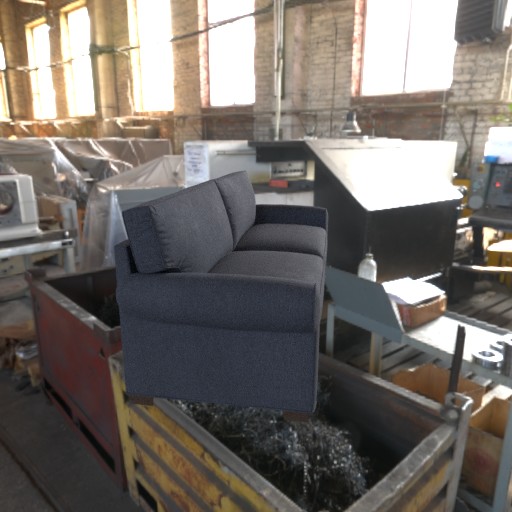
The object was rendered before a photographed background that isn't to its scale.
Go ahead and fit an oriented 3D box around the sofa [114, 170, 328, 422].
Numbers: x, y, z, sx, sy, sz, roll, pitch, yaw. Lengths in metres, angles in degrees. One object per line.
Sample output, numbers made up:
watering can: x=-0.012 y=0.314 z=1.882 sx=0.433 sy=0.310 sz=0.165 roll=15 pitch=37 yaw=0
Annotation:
sofa: x=0.000 y=0.000 z=3.050 sx=0.954 sy=1.026 sz=2.391 roll=3 pitch=15 yaw=9
